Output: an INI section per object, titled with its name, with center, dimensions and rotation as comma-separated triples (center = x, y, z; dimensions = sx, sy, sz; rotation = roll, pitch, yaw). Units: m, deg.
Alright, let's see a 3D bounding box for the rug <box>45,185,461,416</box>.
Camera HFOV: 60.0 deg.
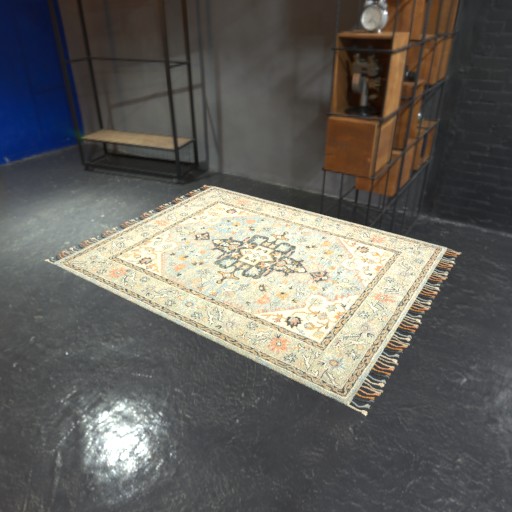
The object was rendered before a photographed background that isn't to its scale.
[rug]
center = 0.000, 0.000, 2.276
dimensions = 1.730, 0.009, 1.278
rotation = 19, 35, 29
